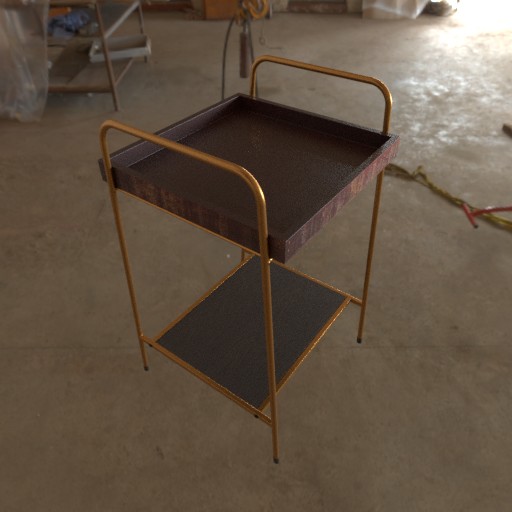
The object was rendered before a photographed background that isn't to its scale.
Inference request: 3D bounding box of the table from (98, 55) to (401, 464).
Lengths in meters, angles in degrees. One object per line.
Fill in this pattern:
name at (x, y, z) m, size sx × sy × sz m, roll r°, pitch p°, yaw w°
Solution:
table at (0.000, 0.000, 0.985) m, size 0.430 × 0.710 × 0.430 m, roll 25°, pitch 46°, yaw 27°
